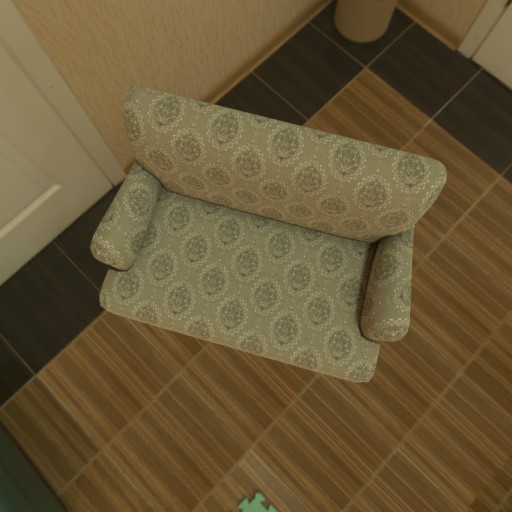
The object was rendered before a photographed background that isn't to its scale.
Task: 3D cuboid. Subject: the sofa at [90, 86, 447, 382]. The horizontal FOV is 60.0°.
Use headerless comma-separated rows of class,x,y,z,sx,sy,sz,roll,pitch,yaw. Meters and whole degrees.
sofa,0.000,0.000,1.879,1.297,0.889,0.779,15,76,4
